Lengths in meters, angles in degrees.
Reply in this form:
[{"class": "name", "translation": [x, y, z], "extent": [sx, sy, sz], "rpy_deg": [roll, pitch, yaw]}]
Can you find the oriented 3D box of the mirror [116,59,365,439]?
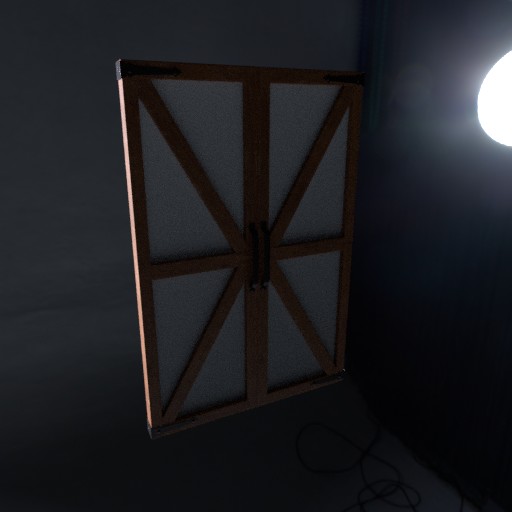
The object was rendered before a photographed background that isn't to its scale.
[{"class": "mirror", "translation": [0.000, 0.000, 0.965], "extent": [0.517, 0.761, 0.053], "rpy_deg": [-9, 19, -25]}]
